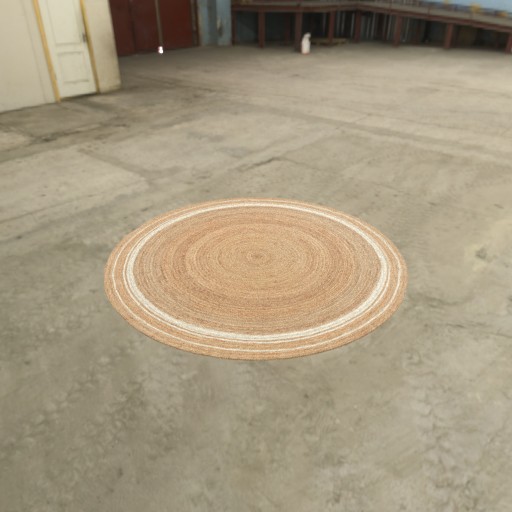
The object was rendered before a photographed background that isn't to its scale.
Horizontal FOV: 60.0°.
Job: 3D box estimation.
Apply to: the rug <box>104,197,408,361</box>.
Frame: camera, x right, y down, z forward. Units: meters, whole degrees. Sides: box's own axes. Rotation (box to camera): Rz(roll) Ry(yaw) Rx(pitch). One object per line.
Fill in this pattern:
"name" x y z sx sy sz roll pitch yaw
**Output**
"rug" 0.000 0.000 3.710 2.444 0.015 2.444 0 31 0
